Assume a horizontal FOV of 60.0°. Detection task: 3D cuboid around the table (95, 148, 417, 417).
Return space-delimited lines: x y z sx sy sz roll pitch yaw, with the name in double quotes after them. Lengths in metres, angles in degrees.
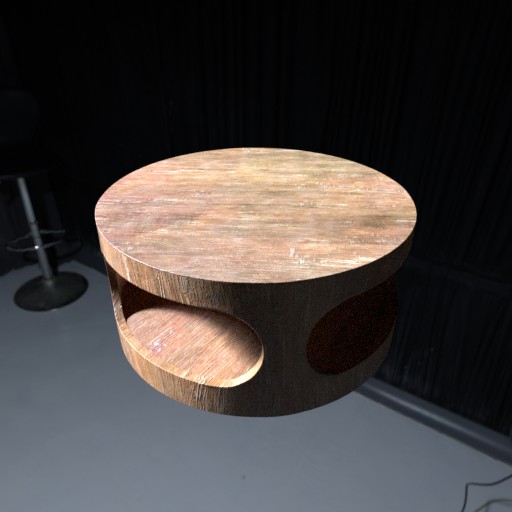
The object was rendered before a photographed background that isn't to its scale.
0.000 0.000 1.521 0.974 0.450 0.974 0 31 0 "table"
